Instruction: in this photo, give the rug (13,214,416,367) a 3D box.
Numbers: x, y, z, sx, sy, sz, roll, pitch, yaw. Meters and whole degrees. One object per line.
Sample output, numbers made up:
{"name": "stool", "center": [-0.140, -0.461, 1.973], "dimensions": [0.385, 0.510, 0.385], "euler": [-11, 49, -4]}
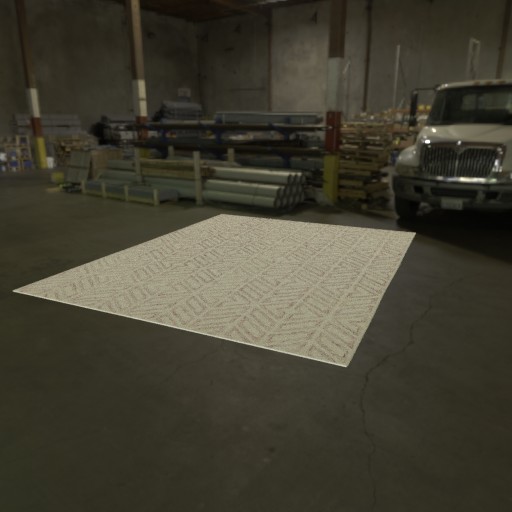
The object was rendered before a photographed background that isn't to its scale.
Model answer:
{"name": "rug", "center": [0.000, 0.000, 3.997], "dimensions": [2.421, 0.008, 3.045], "euler": [8, 18, 24]}
